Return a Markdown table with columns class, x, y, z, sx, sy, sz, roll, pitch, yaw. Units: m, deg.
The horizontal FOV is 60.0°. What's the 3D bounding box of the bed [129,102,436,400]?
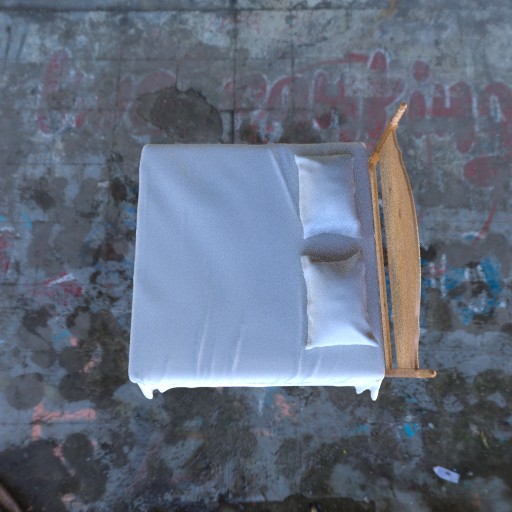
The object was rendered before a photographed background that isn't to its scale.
| class | x | y | z | sx | sy | sz | roll | pitch | yaw |
| --- | --- | --- | --- | --- | --- | --- | --- | --- | --- |
| bed | 0.000 | 0.000 | 3.583 | 2.219 | 1.355 | 2.322 | -1 | 75 | 0 |
